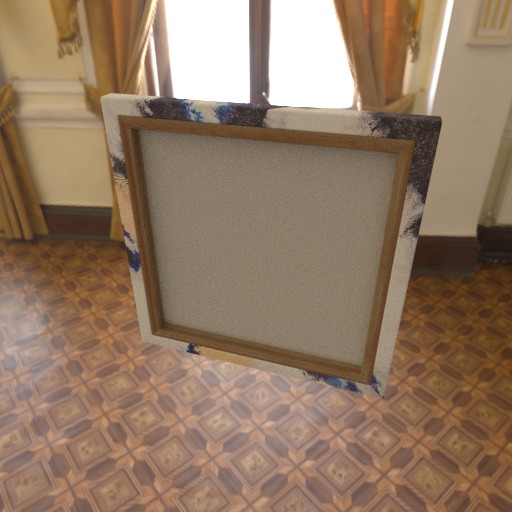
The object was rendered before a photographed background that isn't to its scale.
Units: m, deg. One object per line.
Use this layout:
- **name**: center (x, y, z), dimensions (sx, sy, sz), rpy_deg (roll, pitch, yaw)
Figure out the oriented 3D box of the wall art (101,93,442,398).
- **wall art**: center (0.000, 0.000, 0.926), dimensions (0.609, 0.609, 0.039), rpy_deg (9, 32, 15)
